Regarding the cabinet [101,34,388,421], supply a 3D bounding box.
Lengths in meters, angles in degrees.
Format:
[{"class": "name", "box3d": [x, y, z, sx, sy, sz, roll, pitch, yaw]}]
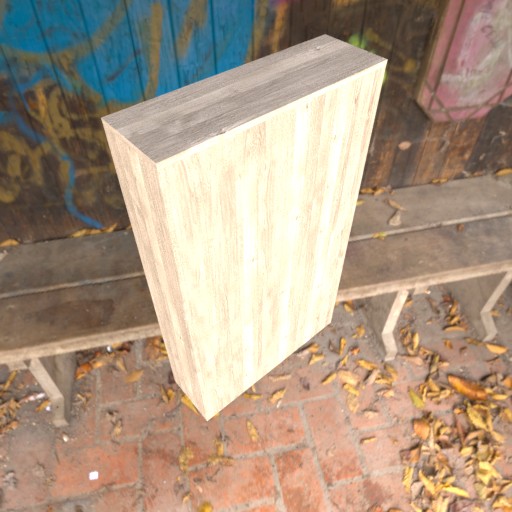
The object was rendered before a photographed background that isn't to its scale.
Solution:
[{"class": "cabinet", "box3d": [0.000, 0.000, 1.597, 0.750, 1.280, 0.250, -32, 55, -26]}]
